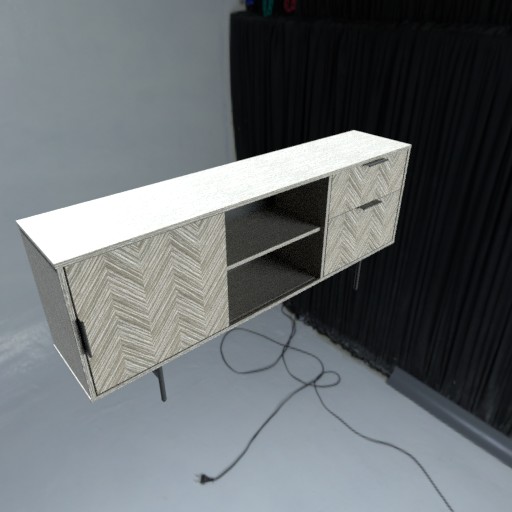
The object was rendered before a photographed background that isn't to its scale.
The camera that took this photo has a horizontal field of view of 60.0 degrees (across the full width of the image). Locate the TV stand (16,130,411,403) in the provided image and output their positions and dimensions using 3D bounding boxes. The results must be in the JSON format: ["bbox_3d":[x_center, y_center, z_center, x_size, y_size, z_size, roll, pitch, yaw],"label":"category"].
[{"bbox_3d":[0.000,0.000,2.079,1.804,0.787,0.405,-23,38,-34],"label":"TV stand"}]
